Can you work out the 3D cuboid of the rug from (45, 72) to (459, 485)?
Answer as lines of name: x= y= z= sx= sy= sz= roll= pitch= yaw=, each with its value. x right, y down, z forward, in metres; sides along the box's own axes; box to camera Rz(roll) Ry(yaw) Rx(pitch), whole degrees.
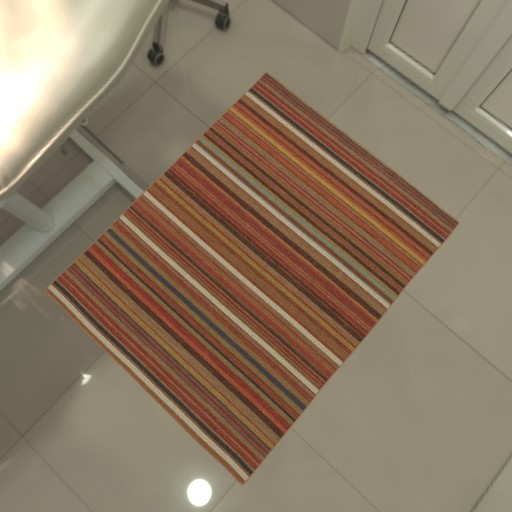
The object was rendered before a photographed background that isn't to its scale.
rug: x=0.000 y=0.000 z=4.143 sx=2.479 sy=0.023 sz=3.092 roll=41 pitch=80 yaw=9
